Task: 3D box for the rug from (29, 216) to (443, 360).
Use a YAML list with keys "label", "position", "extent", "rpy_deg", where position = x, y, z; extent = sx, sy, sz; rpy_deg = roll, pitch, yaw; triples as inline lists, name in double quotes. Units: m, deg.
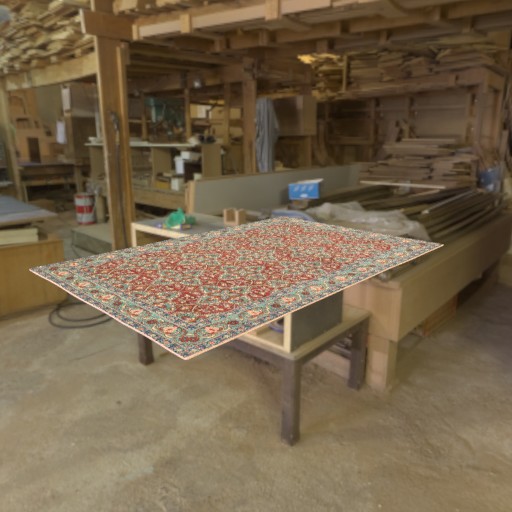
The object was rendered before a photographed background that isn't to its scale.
- label: "rug"
  position: [0.000, 0.000, 2.312]
  extent: [1.219, 0.009, 1.829]
  rpy_deg: [15, 22, 42]
